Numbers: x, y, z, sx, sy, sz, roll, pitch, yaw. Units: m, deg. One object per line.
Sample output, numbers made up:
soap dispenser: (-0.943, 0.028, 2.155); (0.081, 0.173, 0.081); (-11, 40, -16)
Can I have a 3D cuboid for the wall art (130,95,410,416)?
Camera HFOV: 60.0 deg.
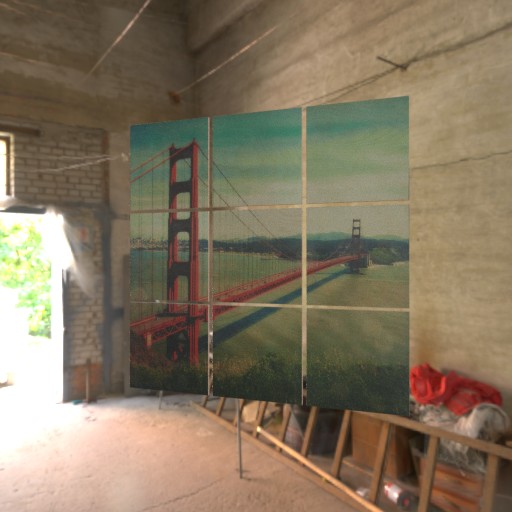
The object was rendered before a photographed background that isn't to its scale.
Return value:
wall art: (0.000, 0.000, 2.322); (1.519, 1.507, 0.014); (0, 0, 18)
